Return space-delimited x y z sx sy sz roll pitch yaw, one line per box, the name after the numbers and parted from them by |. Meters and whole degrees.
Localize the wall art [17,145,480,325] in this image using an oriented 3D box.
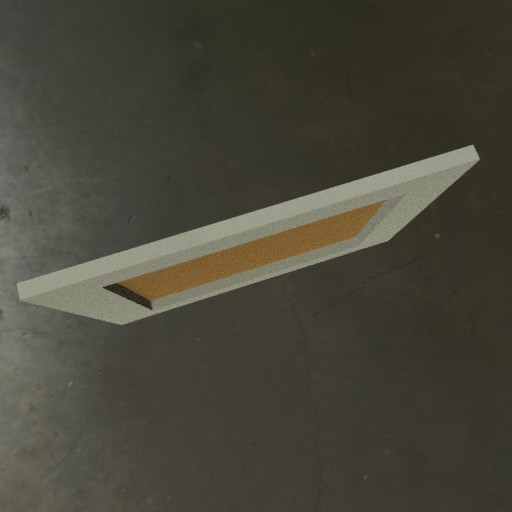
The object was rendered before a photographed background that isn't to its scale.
0.000 0.000 1.136 0.906 0.617 0.033 -17 78 -4 | wall art
